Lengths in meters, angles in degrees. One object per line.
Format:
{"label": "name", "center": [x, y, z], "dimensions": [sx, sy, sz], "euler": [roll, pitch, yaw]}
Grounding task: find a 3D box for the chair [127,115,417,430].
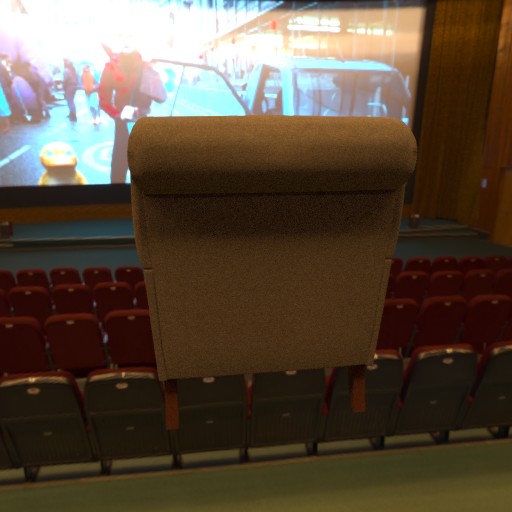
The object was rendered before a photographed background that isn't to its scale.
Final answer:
{"label": "chair", "center": [0.000, 0.000, 1.582], "dimensions": [0.766, 0.942, 0.843], "euler": [-2, 16, -8]}
